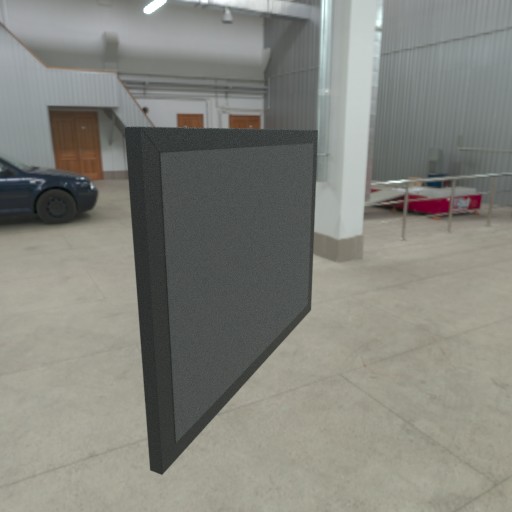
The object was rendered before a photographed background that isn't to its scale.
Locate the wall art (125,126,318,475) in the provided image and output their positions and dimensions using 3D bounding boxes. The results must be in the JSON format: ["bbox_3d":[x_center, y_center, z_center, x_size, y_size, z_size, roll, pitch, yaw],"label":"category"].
[{"bbox_3d":[0.000,0.000,0.556,0.016,0.306,0.432,7,17,24],"label":"wall art"}]
